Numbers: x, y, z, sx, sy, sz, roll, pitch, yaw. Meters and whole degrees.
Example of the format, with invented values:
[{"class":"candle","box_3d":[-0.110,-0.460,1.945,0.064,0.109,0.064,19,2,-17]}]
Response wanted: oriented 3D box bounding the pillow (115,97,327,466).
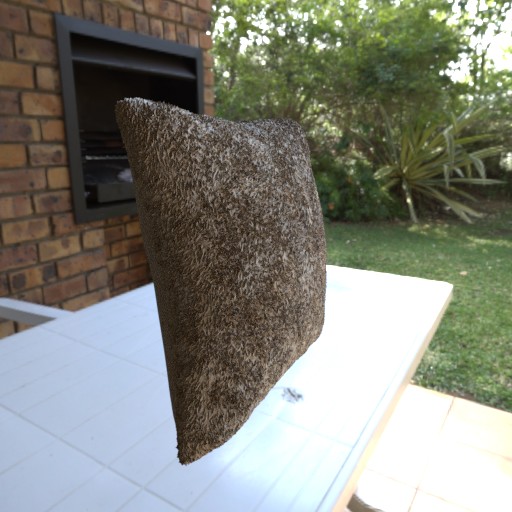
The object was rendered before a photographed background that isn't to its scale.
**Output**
[{"class":"pillow","box_3d":[0.000,0.000,0.809,0.218,0.515,0.529,7,16,26]}]
